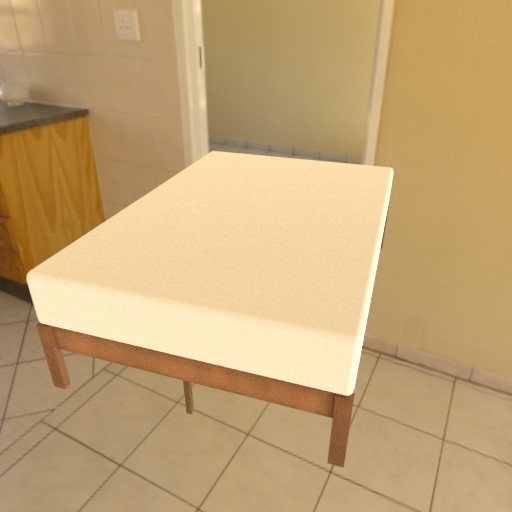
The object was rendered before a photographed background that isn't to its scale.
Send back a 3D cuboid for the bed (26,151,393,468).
[{"bbox_3d":[0.000,0.000,2.539,1.348,0.616,1.927,9,30,16],"label":"bed"}]
